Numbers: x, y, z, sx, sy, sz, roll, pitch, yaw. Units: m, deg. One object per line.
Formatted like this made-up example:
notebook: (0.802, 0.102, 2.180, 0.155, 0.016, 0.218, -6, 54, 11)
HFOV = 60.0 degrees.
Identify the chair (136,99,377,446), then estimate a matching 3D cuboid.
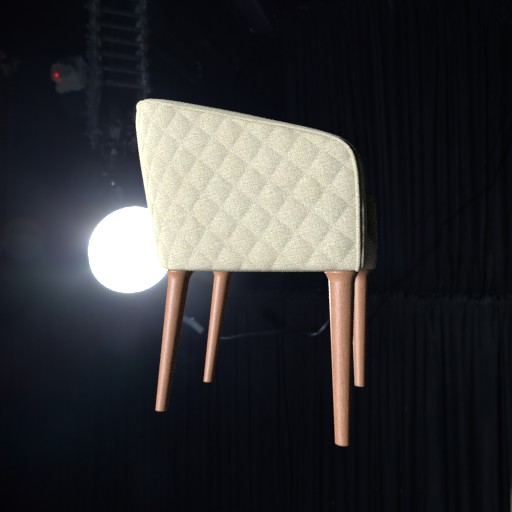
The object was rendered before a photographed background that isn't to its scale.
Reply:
chair: (0.000, 0.000, 1.202, 0.616, 0.775, 0.584, 0, -1, 17)
